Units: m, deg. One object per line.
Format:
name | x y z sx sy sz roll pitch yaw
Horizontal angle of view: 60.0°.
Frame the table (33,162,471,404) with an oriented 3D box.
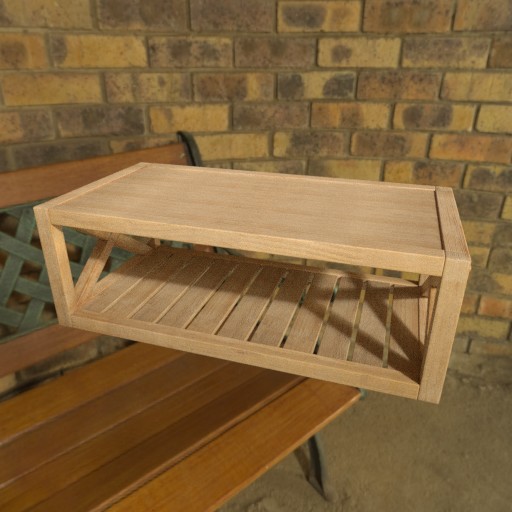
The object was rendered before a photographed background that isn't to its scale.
table | 0.000 0.000 1.634 1.321 0.457 0.660 8 26 16
